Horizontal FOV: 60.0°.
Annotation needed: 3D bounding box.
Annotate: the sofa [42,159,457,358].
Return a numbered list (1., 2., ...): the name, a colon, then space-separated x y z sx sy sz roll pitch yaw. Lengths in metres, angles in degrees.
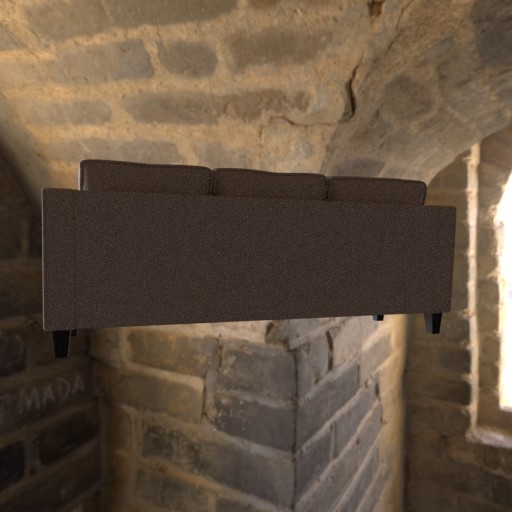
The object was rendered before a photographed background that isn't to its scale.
1. sofa: 0.000 0.000 2.543 2.131 0.902 0.791 0 0 -18
